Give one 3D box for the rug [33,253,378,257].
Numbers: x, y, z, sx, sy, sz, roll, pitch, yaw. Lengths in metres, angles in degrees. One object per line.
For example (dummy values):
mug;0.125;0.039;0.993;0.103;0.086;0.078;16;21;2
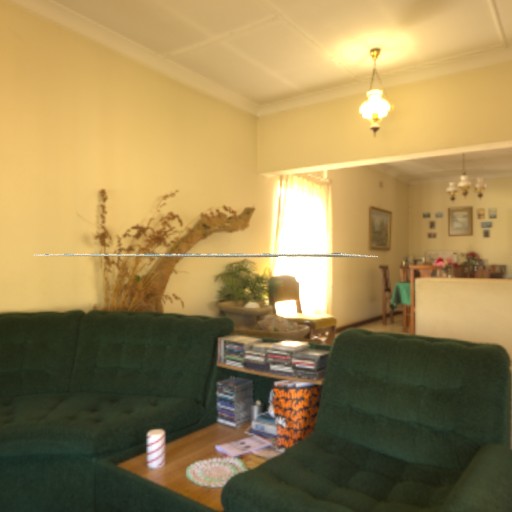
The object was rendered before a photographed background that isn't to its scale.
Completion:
rug;0.000;0.000;3.119;1.520;0.011;2.447;0;0;19
